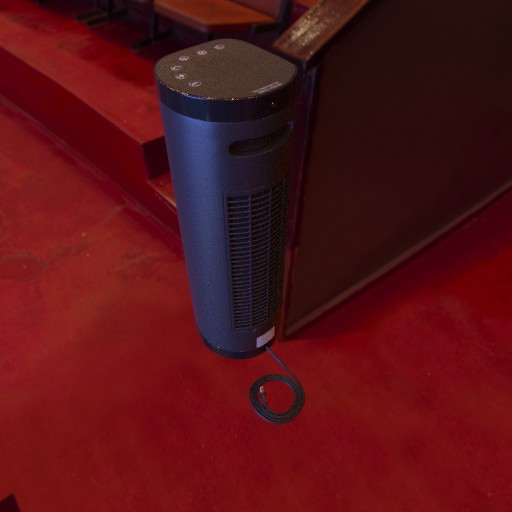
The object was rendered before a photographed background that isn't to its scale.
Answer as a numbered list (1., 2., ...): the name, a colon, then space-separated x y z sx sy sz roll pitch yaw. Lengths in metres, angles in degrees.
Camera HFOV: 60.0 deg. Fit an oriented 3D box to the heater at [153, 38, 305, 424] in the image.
1. heater: 0.000 0.000 0.709 0.174 0.552 0.312 -31 54 -27
